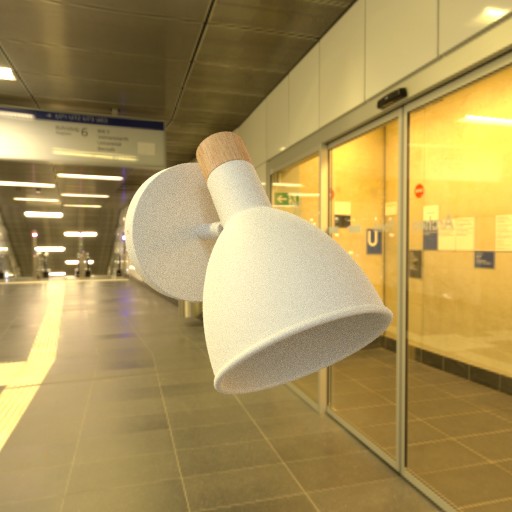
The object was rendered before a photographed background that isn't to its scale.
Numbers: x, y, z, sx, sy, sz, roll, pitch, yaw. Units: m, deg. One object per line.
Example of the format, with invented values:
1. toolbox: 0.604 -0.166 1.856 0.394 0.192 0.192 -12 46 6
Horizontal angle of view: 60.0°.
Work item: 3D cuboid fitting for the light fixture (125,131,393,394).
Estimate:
1. light fixture: 0.000 0.000 0.331 0.127 0.199 0.209 -1 2 -36
